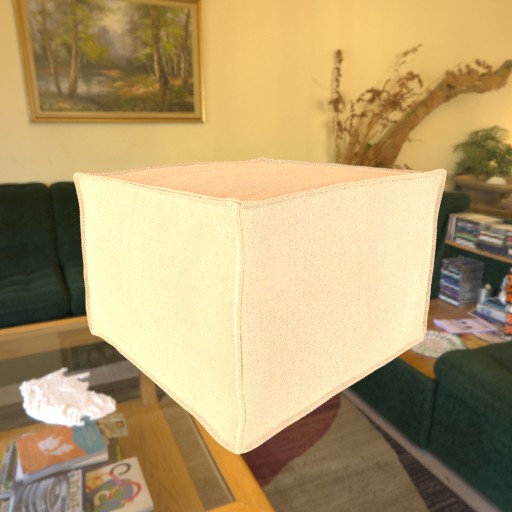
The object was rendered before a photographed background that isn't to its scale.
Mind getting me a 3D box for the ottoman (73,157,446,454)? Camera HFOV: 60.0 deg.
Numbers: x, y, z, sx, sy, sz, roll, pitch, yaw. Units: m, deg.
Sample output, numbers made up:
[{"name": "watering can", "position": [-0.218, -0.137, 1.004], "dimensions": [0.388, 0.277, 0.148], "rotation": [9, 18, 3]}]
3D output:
[{"name": "ottoman", "position": [0.000, 0.000, 1.160], "dimensions": [0.707, 0.470, 0.696], "rotation": [-15, 22, -40]}]
